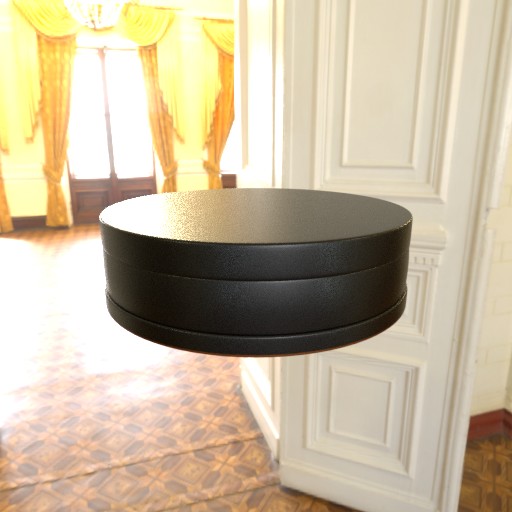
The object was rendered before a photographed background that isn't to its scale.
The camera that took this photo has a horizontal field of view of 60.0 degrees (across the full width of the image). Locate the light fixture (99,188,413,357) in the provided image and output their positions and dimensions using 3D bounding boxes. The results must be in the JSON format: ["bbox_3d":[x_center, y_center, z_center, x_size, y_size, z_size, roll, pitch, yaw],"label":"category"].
[{"bbox_3d":[0.000,0.000,0.431,0.283,0.097,0.283,0,16,0],"label":"light fixture"}]
